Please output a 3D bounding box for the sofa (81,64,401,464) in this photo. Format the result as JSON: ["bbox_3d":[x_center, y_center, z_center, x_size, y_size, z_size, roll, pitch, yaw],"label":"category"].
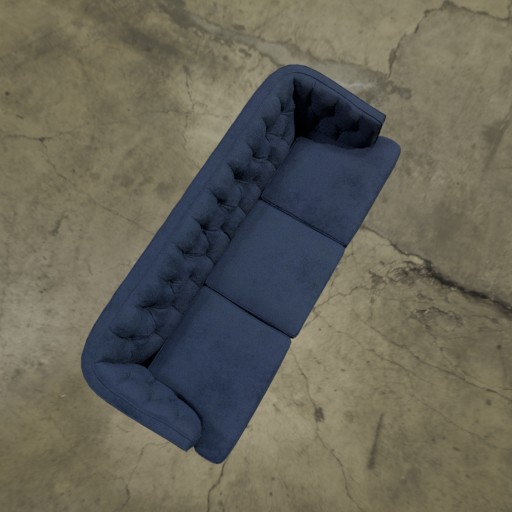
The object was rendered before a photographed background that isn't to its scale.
[{"bbox_3d":[0.000,0.000,2.757,0.941,0.855,2.278,30,77,8],"label":"sofa"}]
